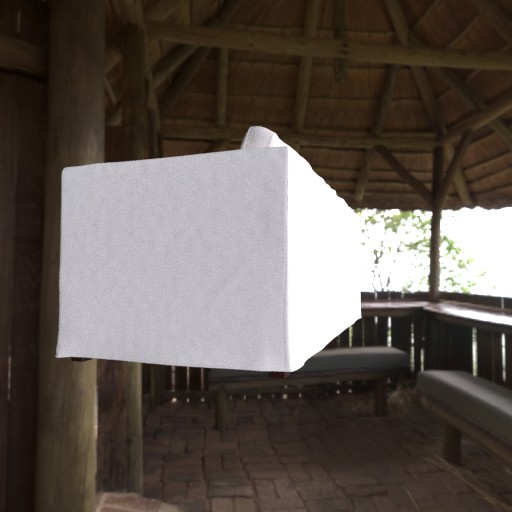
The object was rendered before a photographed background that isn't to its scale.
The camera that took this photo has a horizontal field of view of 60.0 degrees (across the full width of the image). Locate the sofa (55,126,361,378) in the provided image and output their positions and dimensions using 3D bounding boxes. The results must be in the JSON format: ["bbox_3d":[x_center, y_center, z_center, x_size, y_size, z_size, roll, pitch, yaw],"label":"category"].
[{"bbox_3d":[0.000,0.000,2.456,0.940,0.870,1.987,-1,-2,20],"label":"sofa"}]
